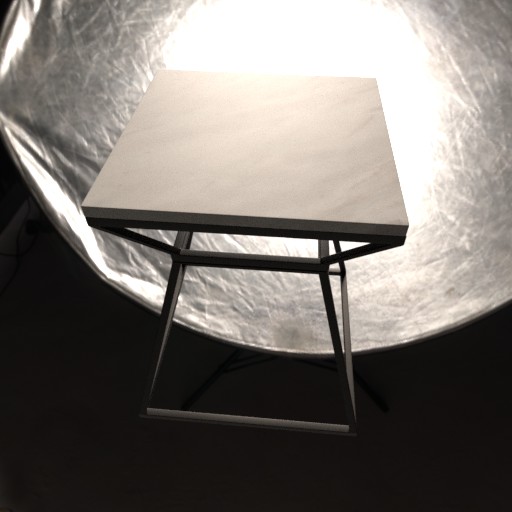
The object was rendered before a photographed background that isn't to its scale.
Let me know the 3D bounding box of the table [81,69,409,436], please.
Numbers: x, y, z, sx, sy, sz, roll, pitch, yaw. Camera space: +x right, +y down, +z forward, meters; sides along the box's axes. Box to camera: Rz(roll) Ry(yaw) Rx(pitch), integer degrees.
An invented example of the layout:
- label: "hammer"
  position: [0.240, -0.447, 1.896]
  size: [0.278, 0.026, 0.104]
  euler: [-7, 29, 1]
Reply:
- label: "table"
  position: [0.000, 0.000, 0.882]
  size: [0.455, 0.559, 0.455]
  euler: [4, 46, 4]
